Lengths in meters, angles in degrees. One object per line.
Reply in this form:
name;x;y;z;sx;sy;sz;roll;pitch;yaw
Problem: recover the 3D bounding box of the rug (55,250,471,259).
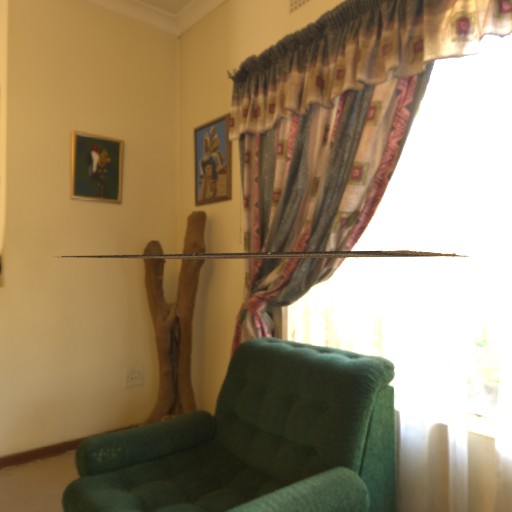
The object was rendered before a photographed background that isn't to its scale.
rug;0.000;0.000;1.881;1.541;0.013;0.920;-1;-1;34
